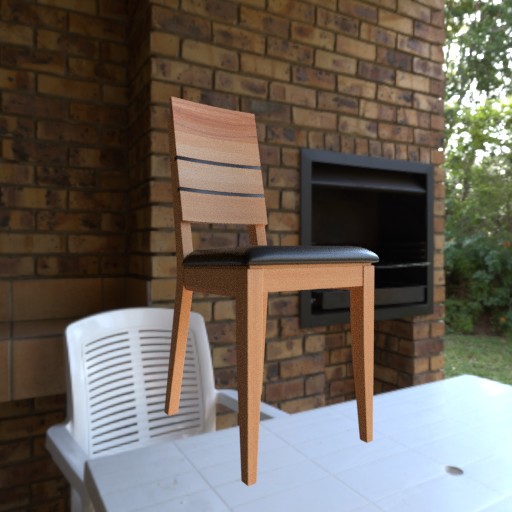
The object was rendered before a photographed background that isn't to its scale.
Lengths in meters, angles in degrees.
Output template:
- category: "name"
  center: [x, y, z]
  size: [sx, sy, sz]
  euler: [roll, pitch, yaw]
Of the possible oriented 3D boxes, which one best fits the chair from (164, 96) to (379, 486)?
- category: "chair"
  center: [0.000, 0.000, 1.212]
  size: [0.410, 0.940, 0.520]
  euler: [0, 1, -35]
